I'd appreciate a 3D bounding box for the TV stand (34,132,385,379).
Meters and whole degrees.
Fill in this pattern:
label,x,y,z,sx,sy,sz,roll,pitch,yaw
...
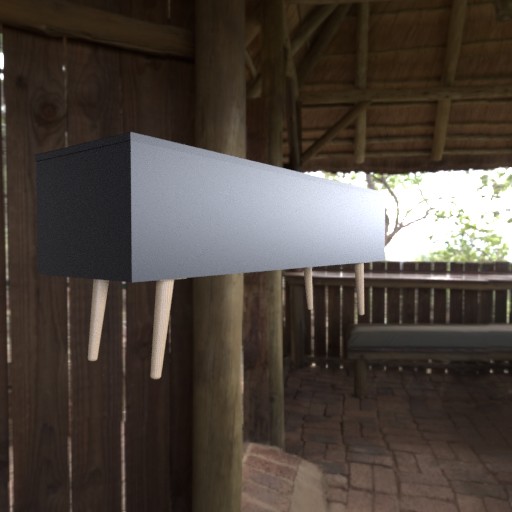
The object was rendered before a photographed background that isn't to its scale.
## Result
label,x,y,z,sx,sy,sz,roll,pitch,yaw
TV stand,0.000,0.000,1.500,0.390,0.518,1.312,1,2,37
